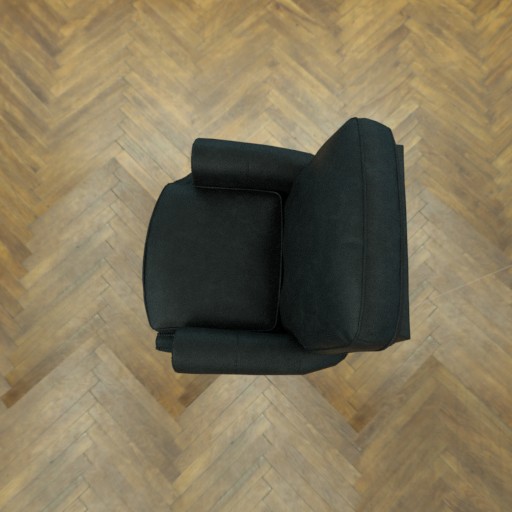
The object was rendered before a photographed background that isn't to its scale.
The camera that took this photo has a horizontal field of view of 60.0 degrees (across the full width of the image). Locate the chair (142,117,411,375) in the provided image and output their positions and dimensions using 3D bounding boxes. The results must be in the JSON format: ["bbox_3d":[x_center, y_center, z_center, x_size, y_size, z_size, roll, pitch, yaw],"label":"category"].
[{"bbox_3d":[0.000,0.000,1.775,0.986,1.018,0.936,3,75,1],"label":"chair"}]
